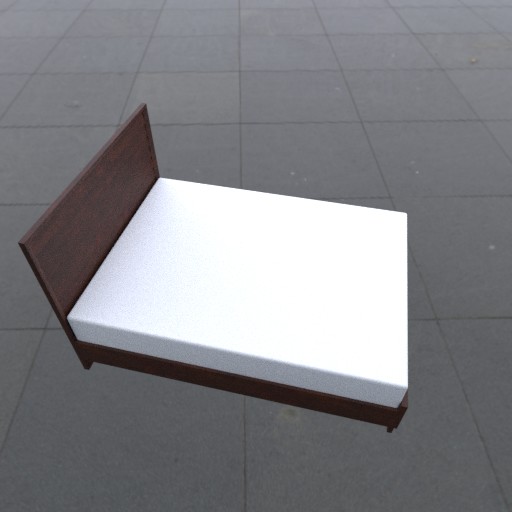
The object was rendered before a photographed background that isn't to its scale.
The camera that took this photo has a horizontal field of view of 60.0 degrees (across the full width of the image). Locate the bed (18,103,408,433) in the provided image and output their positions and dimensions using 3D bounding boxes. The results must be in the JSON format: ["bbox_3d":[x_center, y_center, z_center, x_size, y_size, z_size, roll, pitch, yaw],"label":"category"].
[{"bbox_3d":[0.000,0.000,3.140,2.184,1.270,1.600,10,46,9],"label":"bed"}]
